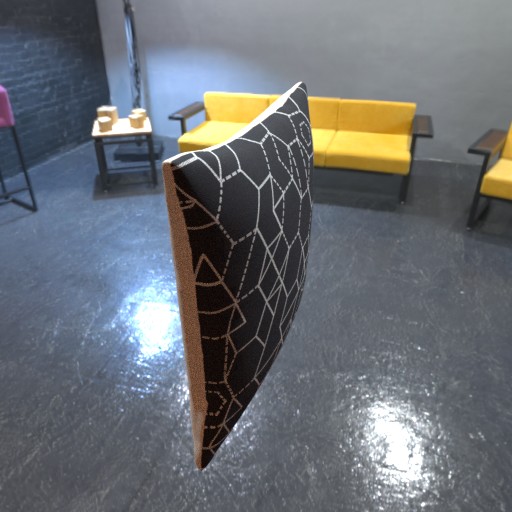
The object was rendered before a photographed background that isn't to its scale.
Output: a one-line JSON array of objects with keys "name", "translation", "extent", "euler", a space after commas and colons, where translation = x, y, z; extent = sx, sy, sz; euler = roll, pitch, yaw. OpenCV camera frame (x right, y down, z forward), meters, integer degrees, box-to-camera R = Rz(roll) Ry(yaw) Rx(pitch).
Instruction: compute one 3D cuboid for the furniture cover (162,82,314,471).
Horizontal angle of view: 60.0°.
[{"name": "furniture cover", "translation": [0.000, 0.000, 0.783], "extent": [0.158, 0.508, 0.517], "euler": [11, 32, 17]}]
